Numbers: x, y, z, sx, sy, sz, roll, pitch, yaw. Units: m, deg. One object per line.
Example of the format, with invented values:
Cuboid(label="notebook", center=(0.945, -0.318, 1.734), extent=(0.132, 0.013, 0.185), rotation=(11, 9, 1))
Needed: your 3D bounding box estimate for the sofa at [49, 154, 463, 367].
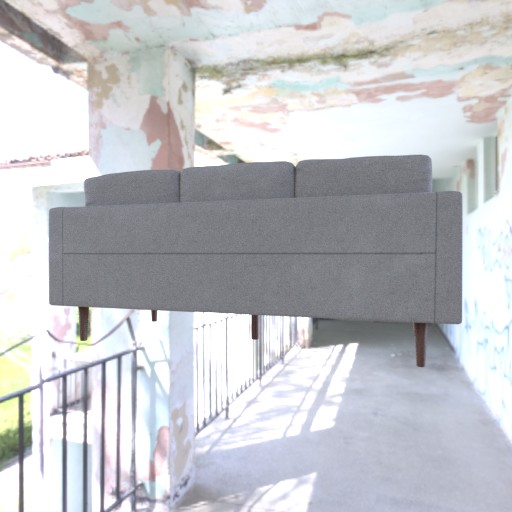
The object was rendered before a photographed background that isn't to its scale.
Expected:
Cuboid(label="sofa", center=(0.000, 0.000, 2.454), extent=(1.983, 0.918, 0.944), rotation=(0, 0, 19))
